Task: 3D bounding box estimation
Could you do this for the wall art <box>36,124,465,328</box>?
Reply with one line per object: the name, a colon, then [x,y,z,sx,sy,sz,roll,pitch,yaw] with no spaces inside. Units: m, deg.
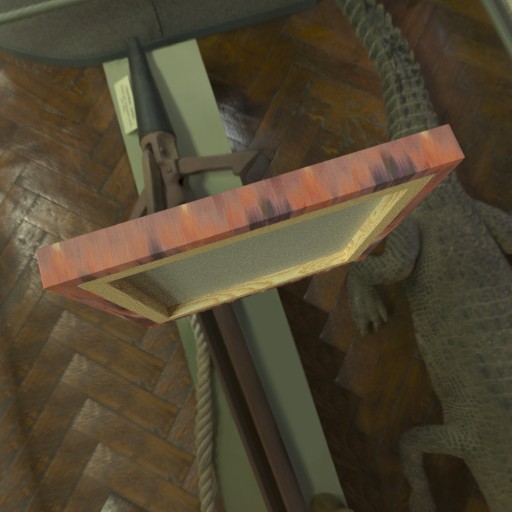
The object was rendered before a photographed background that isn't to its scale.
wall art: [0.000,0.000,0.603,0.403,0.406,0.038,-18,77,-4]
